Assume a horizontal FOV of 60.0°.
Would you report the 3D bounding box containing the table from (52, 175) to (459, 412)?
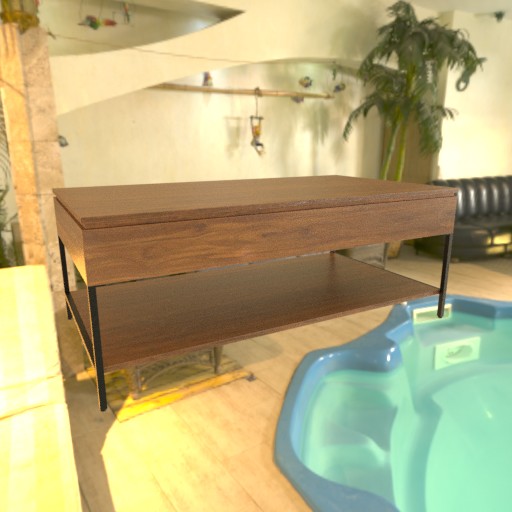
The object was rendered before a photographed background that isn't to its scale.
[{"bbox_3d":[0.000,0.000,1.364,1.057,0.414,0.574,-8,17,-28],"label":"table"}]
